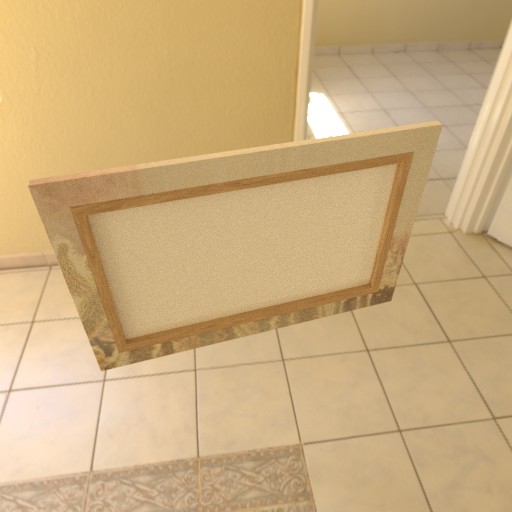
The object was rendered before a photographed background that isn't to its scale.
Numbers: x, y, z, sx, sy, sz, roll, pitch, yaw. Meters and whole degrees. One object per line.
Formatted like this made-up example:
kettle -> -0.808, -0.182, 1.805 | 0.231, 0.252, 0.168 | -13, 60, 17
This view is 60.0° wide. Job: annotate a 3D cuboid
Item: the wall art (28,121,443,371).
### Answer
wall art -> 0.000, 0.000, 1.917 | 1.525, 1.012, 0.038 | -11, 43, -13
